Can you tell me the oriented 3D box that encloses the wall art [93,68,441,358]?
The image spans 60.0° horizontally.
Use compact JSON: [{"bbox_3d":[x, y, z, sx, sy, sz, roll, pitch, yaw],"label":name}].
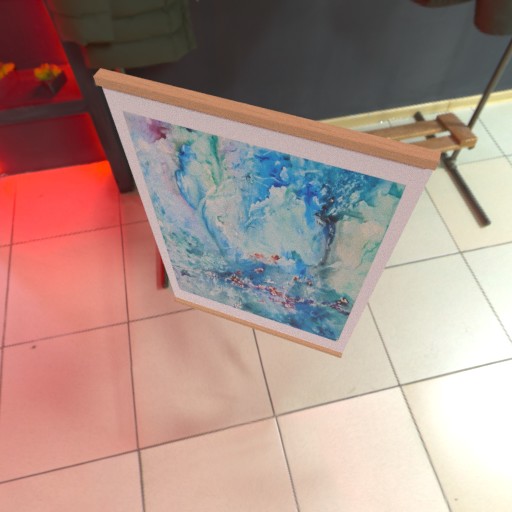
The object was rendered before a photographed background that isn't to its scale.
[{"bbox_3d":[0.000,0.000,1.854,0.991,1.510,0.040,17,60,10],"label":"wall art"}]
